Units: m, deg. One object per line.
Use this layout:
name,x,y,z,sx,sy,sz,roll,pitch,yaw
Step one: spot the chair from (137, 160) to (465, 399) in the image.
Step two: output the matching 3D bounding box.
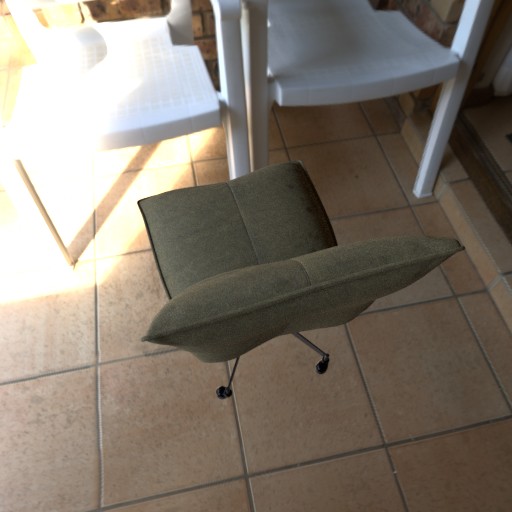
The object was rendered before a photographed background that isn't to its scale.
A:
chair,0.000,0.000,1.255,0.597,0.811,0.696,-15,59,-9
